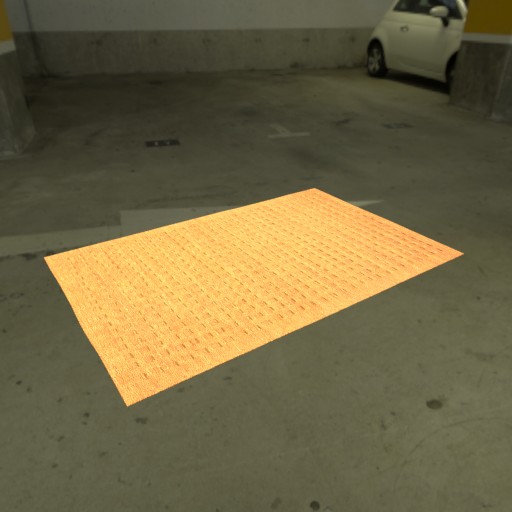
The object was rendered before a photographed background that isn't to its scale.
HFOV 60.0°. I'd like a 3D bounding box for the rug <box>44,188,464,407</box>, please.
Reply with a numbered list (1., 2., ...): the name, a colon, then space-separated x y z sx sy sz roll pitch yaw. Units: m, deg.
1. rug: 0.000 0.000 2.200 1.747 0.006 1.143 -18 34 -30
